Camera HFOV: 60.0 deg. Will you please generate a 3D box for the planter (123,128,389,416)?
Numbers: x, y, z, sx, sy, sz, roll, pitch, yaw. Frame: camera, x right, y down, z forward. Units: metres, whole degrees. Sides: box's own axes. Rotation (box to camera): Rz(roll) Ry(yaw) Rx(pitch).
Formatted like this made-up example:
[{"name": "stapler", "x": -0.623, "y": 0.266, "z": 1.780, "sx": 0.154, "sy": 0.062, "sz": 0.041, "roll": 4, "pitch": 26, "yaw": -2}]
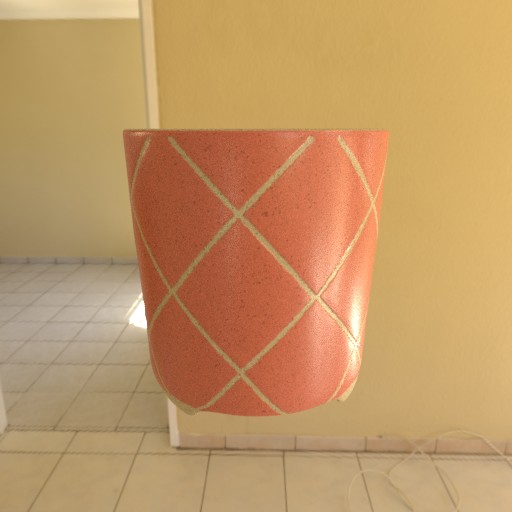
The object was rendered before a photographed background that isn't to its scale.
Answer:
[{"name": "planter", "x": 0.000, "y": 0.000, "z": 0.425, "sx": 0.227, "sy": 0.235, "sz": 0.227, "roll": 0, "pitch": 16, "yaw": 0}]
